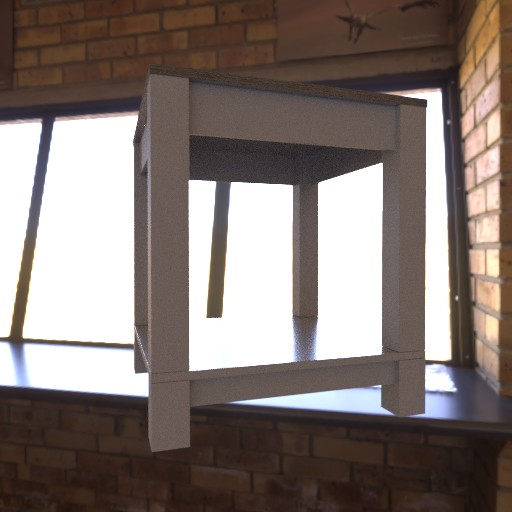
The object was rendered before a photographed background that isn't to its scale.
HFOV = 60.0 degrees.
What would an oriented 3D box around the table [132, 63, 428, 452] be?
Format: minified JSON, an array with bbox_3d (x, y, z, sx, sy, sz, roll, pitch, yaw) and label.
[{"bbox_3d":[0.000,0.000,0.987,0.504,0.587,0.506,0,1,-18],"label":"table"}]
